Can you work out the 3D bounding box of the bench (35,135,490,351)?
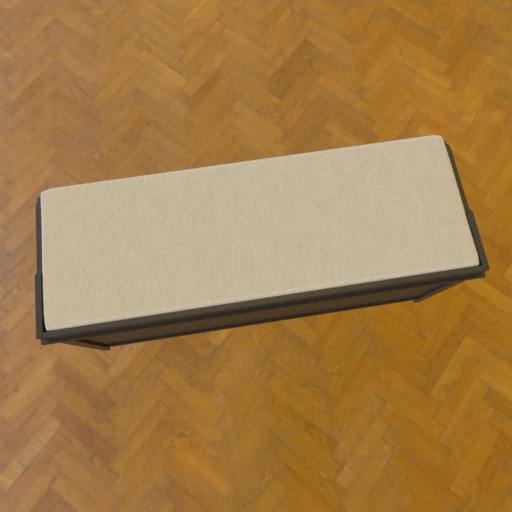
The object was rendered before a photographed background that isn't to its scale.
[{"bbox_3d":[0.000,0.000,1.368,1.140,0.501,0.398,-8,75,-2],"label":"bench"}]
